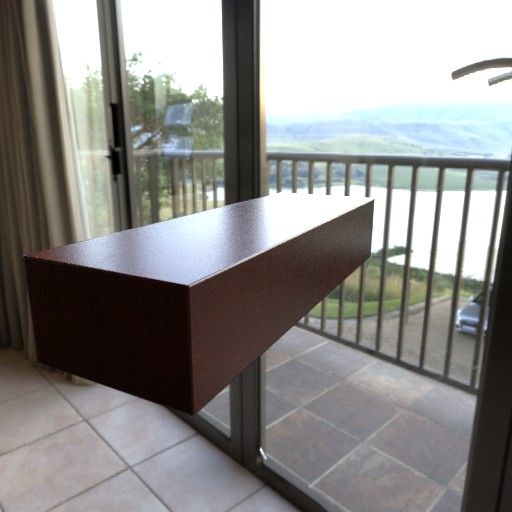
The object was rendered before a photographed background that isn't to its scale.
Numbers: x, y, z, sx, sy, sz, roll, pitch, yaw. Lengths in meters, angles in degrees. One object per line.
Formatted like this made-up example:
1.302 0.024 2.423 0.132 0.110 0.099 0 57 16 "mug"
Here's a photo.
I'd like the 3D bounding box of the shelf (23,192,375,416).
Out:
0.000 0.000 0.504 0.152 0.088 0.457 8 17 27 "shelf"
